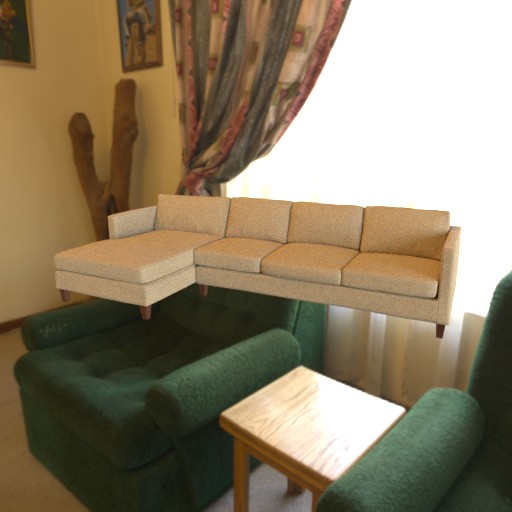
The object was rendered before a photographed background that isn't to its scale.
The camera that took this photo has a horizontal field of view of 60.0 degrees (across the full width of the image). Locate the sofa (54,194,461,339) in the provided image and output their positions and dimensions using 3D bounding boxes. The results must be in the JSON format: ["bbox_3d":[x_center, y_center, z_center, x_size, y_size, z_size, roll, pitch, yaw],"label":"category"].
[{"bbox_3d":[0.000,0.000,3.867,3.186,0.846,1.625,7,16,26],"label":"sofa"}]
